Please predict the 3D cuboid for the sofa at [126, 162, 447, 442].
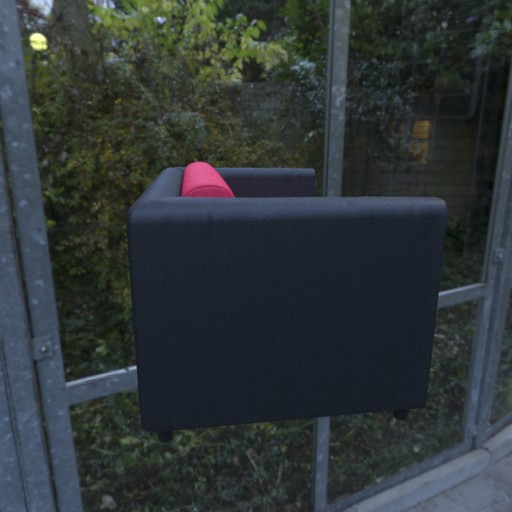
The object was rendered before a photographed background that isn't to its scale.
[{"bbox_3d":[0.000,0.000,1.857,0.845,0.735,1.410,-2,15,-8],"label":"sofa"}]
